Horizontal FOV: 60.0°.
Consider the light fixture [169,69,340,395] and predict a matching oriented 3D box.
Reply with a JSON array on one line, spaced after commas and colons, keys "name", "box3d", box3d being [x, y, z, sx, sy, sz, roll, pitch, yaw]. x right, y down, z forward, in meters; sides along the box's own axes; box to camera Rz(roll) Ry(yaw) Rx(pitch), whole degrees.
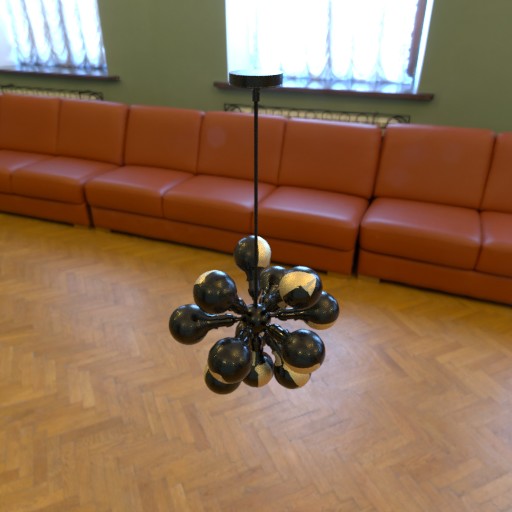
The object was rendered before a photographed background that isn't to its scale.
[{"name": "light fixture", "box3d": [0.000, 0.000, 1.114, 0.420, 0.859, 0.468, 10, 31, 18]}]
